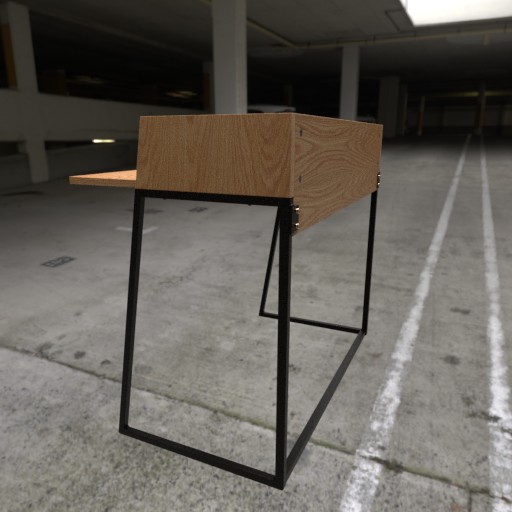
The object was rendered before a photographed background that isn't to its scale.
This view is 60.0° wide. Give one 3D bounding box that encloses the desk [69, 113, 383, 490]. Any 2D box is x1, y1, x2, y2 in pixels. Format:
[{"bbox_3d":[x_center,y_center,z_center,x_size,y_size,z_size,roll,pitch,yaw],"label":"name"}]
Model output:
[{"bbox_3d":[0.000,0.000,1.838,0.769,1.061,1.191,7,17,24],"label":"desk"}]
